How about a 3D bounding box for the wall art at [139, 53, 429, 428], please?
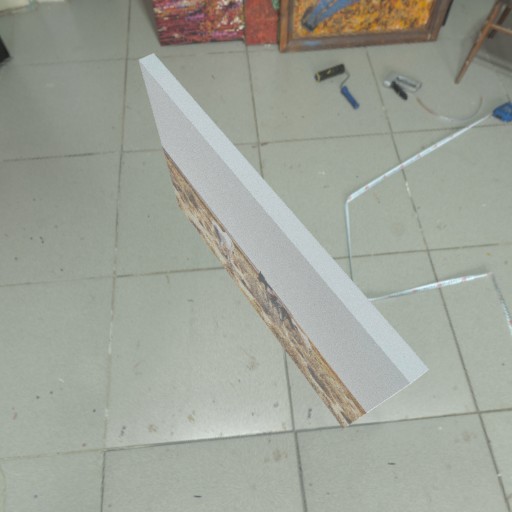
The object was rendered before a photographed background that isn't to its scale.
[{"bbox_3d":[0.000,0.000,1.431,0.051,0.761,1.138,-32,67,-15],"label":"wall art"}]
